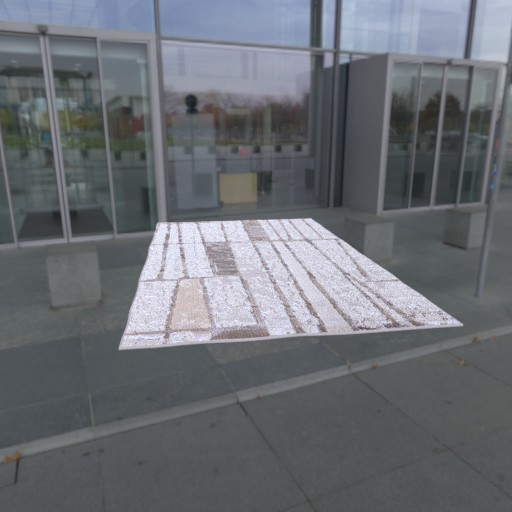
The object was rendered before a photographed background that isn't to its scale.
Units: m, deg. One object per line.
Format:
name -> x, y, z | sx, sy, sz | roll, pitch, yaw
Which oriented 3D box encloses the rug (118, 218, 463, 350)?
rug -> 0.000, 0.000, 1.054 | 0.515, 0.007, 0.867 | -2, 16, -8
